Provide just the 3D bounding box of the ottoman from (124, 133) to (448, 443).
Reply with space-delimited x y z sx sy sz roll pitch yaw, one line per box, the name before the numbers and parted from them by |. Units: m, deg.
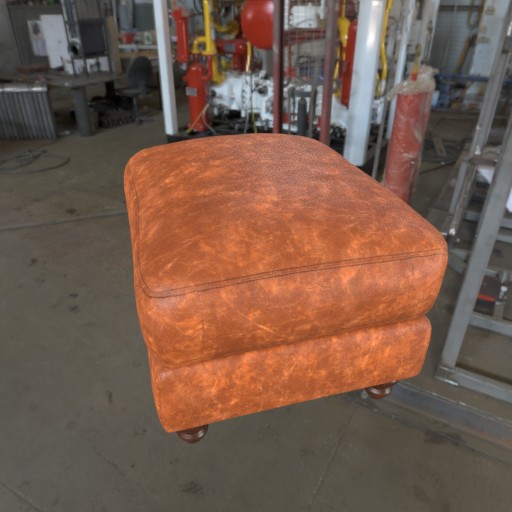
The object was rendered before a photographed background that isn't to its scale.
ottoman | 0.000 0.000 1.236 0.657 0.562 0.832 -8 32 -14
